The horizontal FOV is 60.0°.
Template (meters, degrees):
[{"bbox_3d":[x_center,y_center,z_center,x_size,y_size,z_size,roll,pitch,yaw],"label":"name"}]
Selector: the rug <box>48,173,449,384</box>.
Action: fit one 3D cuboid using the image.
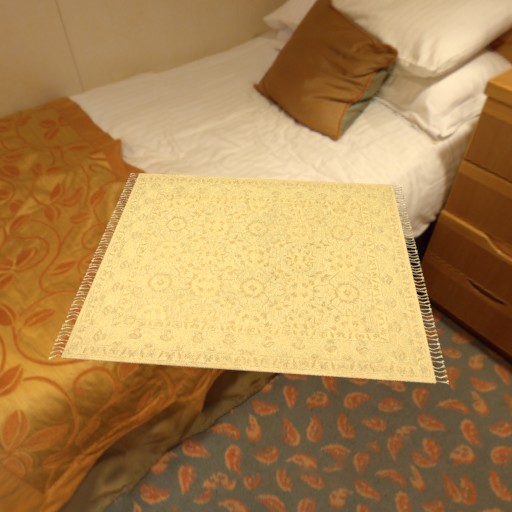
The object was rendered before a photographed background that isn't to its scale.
[{"bbox_3d":[0.000,0.000,4.162,3.043,0.013,2.444,3,47,3],"label":"rug"}]
